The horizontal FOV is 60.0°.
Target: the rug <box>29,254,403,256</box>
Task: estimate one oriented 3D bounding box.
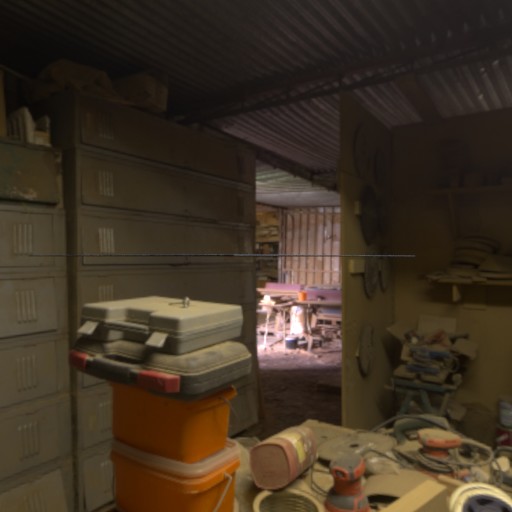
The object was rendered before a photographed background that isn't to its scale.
[{"bbox_3d":[0.000,0.000,3.136,1.525,0.007,2.440,0,0,35],"label":"rug"}]
